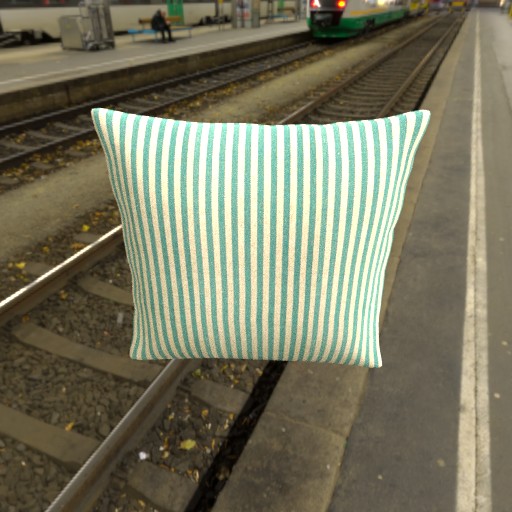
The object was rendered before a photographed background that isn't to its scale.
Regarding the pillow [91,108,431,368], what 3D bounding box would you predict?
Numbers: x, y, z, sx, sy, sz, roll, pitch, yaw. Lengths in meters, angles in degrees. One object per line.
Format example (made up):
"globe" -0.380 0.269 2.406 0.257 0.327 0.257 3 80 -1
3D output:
"pillow" 0.000 0.000 0.796 0.523 0.510 0.166 1 30 2
